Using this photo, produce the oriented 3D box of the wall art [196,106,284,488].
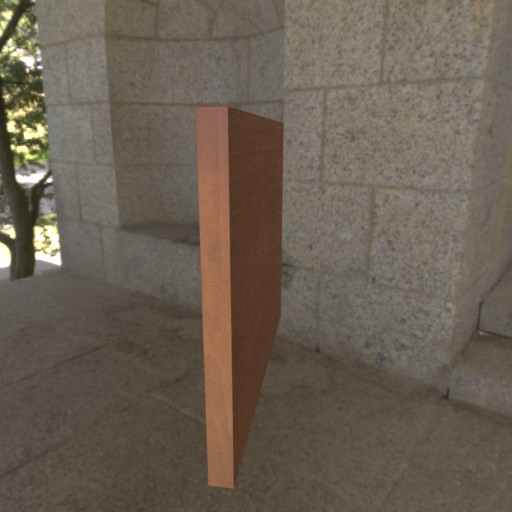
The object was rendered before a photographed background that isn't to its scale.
[{"bbox_3d":[0.000,0.000,0.767,0.033,0.457,0.558,2,15,9],"label":"wall art"}]
